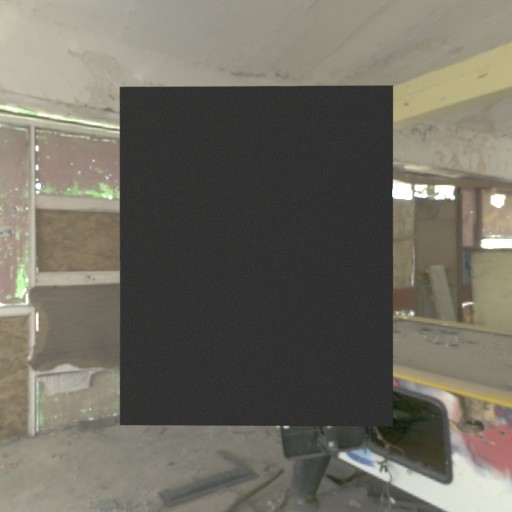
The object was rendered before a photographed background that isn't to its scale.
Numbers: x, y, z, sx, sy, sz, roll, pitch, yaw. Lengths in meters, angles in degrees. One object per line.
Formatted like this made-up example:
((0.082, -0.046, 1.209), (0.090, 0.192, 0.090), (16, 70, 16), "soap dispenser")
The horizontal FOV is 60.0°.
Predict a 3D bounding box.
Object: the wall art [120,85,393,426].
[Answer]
((0.000, 0.000, 0.813), (0.489, 0.608, 0.040), (0, 0, 1), "wall art")
